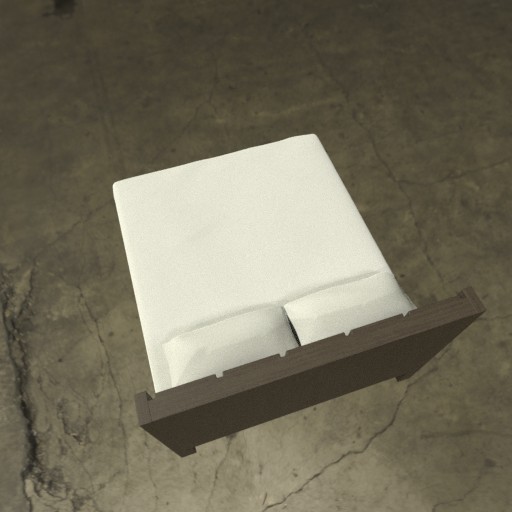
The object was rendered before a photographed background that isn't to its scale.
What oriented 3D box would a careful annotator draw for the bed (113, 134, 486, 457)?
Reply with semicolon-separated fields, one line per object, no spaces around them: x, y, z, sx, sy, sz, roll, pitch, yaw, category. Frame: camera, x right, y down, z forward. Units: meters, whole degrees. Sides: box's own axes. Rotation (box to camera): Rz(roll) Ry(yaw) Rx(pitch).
0.000;0.000;3.064;1.735;1.261;1.992;-16;61;-9;bed
